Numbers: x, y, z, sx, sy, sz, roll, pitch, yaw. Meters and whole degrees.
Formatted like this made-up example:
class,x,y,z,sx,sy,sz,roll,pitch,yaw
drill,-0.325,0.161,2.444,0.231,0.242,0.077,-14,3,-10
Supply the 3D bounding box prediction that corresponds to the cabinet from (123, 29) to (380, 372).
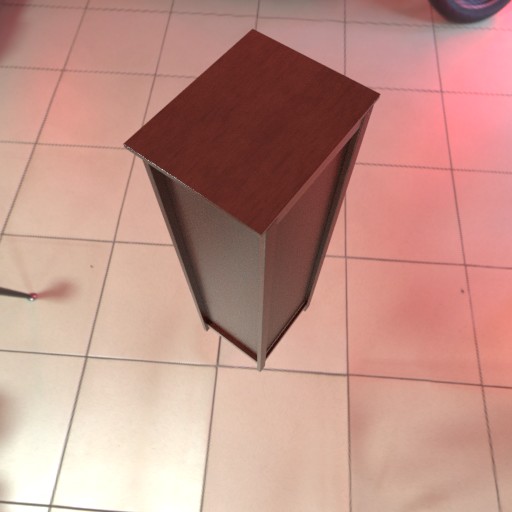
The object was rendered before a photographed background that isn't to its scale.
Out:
class,x,y,z,sx,sy,sz,roll,pitch,yaw
cabinet,0.000,0.000,1.750,0.401,1.518,0.500,34,69,15
